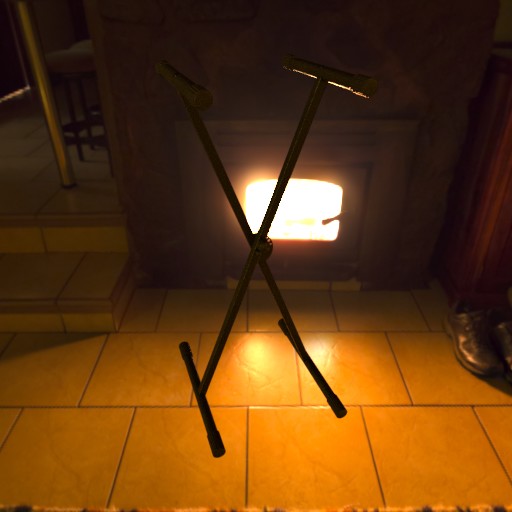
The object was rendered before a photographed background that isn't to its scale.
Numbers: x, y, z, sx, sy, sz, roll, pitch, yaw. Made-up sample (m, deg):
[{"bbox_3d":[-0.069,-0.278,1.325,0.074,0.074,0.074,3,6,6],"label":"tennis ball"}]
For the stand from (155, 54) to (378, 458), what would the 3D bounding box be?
[{"bbox_3d":[0.000,0.000,1.189,0.409,0.940,0.449,-11,33,-17],"label":"stand"}]
